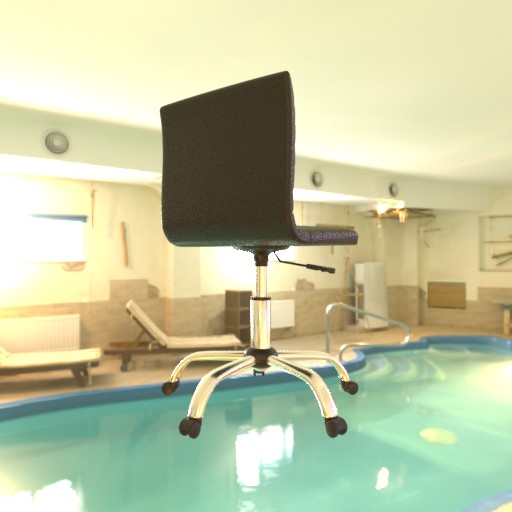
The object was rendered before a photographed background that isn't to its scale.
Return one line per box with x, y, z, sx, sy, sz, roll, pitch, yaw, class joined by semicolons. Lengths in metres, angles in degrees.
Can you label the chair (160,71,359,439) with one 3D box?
0.000;0.000;1.157;0.556;0.780;0.530;0;0;36;chair
